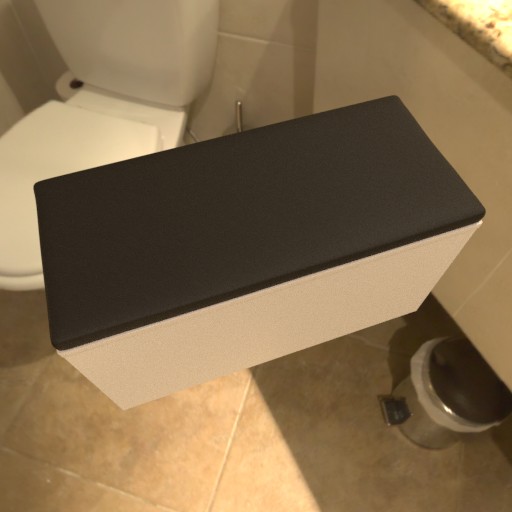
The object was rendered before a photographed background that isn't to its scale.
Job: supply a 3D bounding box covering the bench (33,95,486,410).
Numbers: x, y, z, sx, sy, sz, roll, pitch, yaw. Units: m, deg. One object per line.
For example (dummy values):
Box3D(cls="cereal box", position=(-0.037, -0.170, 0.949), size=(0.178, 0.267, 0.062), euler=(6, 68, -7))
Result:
Box3D(cls="bench", position=(0.000, 0.000, 1.151), size=(0.899, 0.500, 0.401), euler=(-16, 60, -10))
